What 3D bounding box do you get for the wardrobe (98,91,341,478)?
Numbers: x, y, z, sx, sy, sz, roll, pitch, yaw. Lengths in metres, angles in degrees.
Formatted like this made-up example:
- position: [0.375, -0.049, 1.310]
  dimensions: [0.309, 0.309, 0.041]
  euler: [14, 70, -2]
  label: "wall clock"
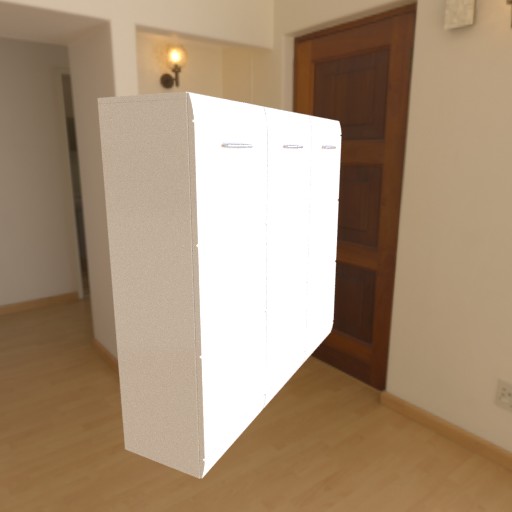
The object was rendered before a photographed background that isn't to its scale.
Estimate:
- position: [0.000, 0.000, 1.942]
  dimensions: [0.360, 1.200, 1.340]
  euler: [7, 15, 26]
  label: "wardrobe"
